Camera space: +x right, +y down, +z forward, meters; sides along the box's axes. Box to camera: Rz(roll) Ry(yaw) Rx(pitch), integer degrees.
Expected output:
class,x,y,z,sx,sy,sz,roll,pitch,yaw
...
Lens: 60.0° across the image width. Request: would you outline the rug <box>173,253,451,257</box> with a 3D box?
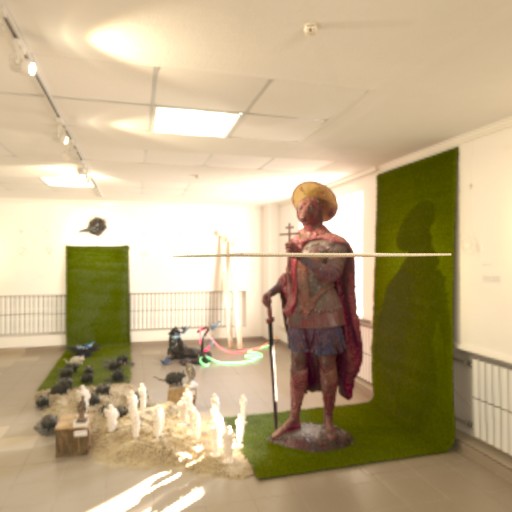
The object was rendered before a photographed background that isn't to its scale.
class,x,y,z,sx,sy,sz,roll,pitch,yaw
rug,0.000,0.000,2.652,0.770,0.016,2.442,0,0,-16
